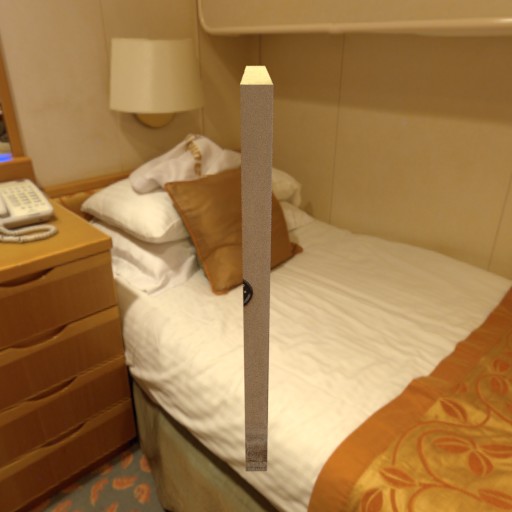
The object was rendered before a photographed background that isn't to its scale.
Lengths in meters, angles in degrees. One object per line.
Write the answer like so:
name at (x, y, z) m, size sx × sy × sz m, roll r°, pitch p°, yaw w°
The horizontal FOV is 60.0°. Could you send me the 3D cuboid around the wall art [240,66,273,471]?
wall art at (0.000, 0.000, 0.793) m, size 0.036 × 0.607 × 0.403 m, roll 0°, pitch 26°, yaw 0°
